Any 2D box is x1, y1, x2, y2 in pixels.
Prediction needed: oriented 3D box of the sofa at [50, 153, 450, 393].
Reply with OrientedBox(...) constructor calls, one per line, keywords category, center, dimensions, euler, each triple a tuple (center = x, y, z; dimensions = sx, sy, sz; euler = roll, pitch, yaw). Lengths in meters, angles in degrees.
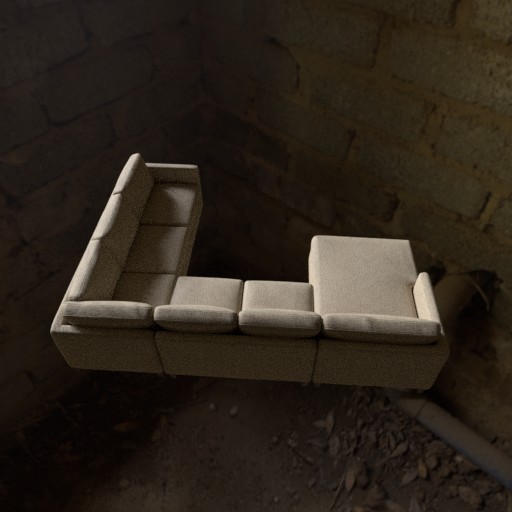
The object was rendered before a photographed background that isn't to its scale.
OrientedBox(category="sofa", center=(0.000, 0.000, 4.807), dimensions=(3.460, 0.959, 2.593), euler=(3, 47, 3))
